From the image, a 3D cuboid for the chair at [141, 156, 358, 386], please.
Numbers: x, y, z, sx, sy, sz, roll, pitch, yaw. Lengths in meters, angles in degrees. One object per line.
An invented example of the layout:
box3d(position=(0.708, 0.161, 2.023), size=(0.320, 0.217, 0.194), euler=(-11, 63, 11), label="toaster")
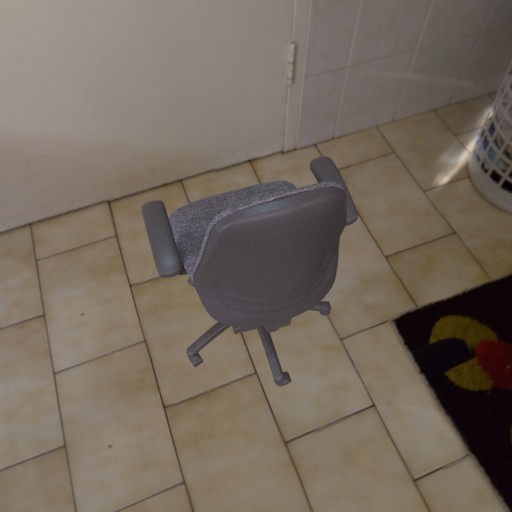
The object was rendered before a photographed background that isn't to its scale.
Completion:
box3d(position=(0.000, 0.000, 1.252), size=(0.550, 0.910, 0.530), euler=(-16, 60, -10), label="chair")
